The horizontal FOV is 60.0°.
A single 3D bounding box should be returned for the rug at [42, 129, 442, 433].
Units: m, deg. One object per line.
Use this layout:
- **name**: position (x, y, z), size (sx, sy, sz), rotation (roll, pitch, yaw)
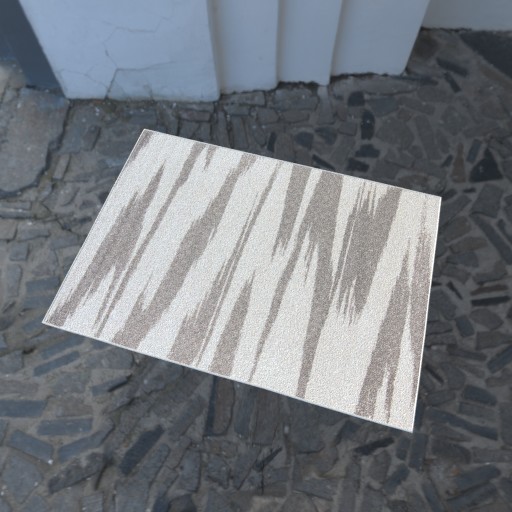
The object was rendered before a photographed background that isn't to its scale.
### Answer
- **rug**: position (0.000, 0.000, 2.760), size (2.142, 0.010, 1.533), rotation (15, 64, 7)
